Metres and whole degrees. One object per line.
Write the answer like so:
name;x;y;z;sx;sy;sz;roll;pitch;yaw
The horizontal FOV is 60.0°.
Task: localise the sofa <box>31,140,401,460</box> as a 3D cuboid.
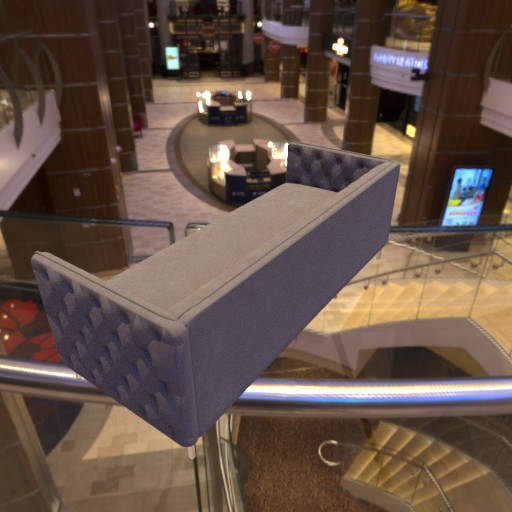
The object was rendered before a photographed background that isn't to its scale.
sofa;0.000;0.000;2.630;0.895;0.771;2.209;20;36;30
